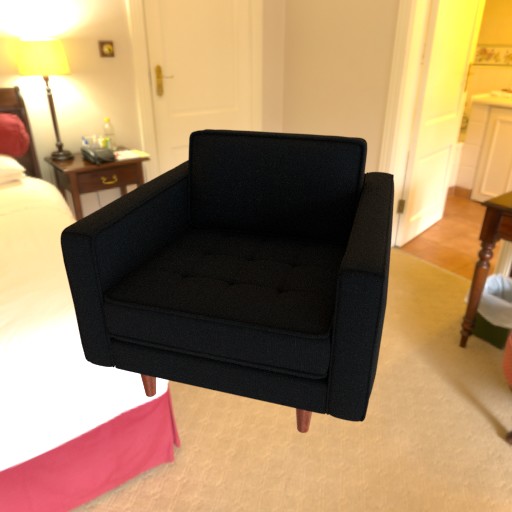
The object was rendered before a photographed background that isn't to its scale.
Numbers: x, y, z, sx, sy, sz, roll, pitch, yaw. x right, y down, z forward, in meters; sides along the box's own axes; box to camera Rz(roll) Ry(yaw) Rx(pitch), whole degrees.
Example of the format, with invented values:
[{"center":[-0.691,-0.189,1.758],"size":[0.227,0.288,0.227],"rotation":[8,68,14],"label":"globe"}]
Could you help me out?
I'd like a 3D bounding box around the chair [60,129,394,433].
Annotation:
[{"center":[0.000,0.000,1.571],"size":[0.899,0.770,0.920],"rotation":[8,27,15],"label":"chair"}]
